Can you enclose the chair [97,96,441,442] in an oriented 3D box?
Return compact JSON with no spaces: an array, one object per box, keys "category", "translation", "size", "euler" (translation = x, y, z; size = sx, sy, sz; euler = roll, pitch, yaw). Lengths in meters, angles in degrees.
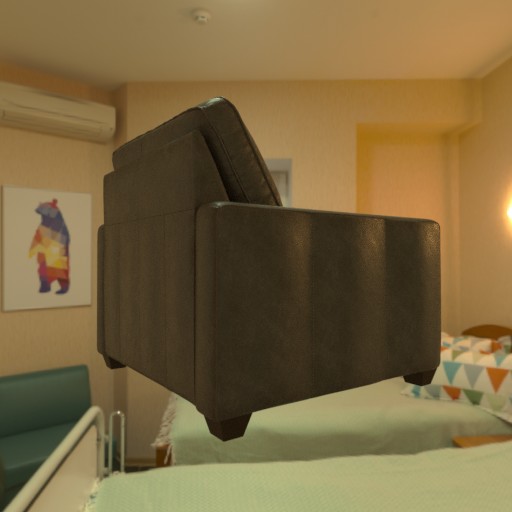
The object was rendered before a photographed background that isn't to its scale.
[{"category":"chair","translation":[0.000,0.000,1.710],"size":[0.939,0.916,1.006],"euler":[0,0,-36]}]
